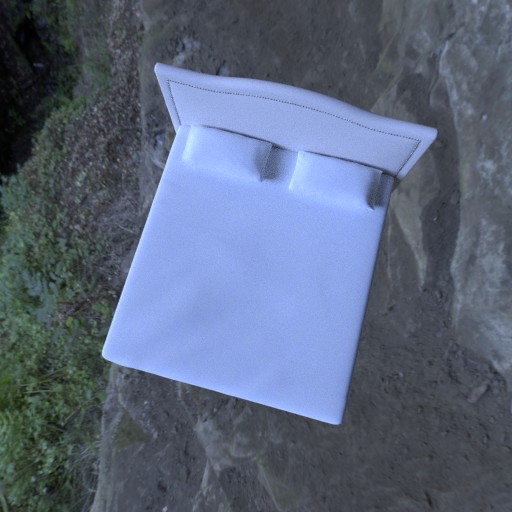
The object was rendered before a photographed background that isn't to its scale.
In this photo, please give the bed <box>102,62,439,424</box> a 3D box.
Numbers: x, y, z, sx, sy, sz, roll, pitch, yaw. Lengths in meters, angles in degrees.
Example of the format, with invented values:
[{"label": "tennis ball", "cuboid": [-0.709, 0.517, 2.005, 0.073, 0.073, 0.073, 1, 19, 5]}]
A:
[{"label": "bed", "cuboid": [0.000, 0.000, 3.500, 2.083, 1.421, 2.182, 15, 77, 3]}]
